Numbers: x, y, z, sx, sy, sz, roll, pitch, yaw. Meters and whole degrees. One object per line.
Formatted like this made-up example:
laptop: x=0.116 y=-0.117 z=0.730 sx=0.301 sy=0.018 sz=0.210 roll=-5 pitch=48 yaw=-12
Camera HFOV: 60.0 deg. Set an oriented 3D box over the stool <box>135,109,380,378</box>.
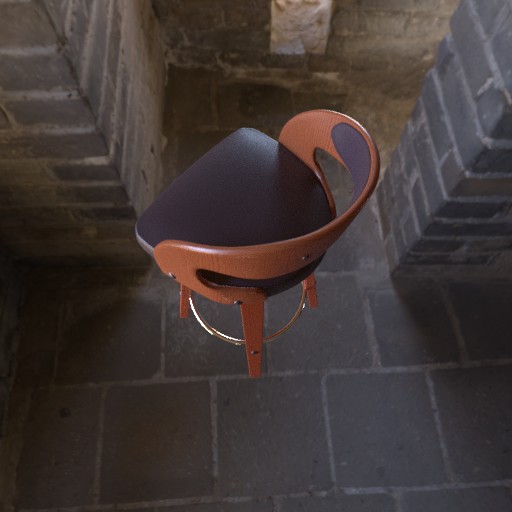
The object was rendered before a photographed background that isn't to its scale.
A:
stool: x=0.000 y=0.000 z=1.215 sx=0.457 sy=0.940 sz=0.457 roll=37 pitch=69 yaw=17
